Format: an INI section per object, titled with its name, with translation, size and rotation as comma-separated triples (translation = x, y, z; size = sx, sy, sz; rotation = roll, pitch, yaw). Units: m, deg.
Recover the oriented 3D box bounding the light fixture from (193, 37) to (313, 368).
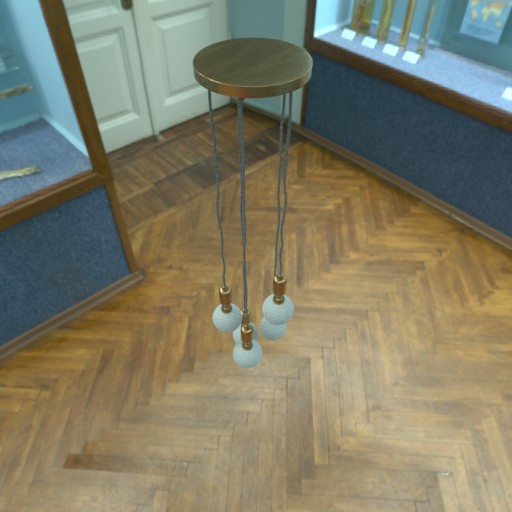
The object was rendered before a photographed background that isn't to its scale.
[light fixture]
translation = 0.000, 0.000, 0.521
size = 0.105, 0.457, 0.108
rotation = -31, 53, -26
